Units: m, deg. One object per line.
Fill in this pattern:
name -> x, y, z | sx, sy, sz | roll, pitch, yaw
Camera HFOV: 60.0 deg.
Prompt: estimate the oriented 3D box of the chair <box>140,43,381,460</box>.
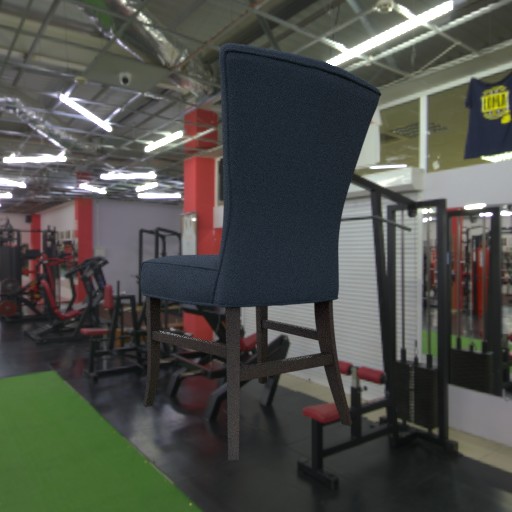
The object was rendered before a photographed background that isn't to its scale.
chair -> 0.000, 0.000, 1.352 | 0.520, 0.991, 0.660 | 0, 0, -34
